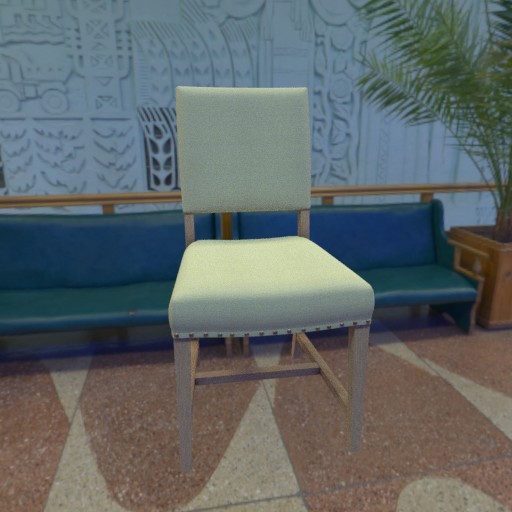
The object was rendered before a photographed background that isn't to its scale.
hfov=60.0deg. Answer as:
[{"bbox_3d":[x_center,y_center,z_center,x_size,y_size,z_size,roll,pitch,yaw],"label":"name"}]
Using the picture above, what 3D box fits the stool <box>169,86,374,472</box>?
[{"bbox_3d":[0.000,0.000,1.339,0.508,0.986,0.623,-3,18,-9],"label":"stool"}]
